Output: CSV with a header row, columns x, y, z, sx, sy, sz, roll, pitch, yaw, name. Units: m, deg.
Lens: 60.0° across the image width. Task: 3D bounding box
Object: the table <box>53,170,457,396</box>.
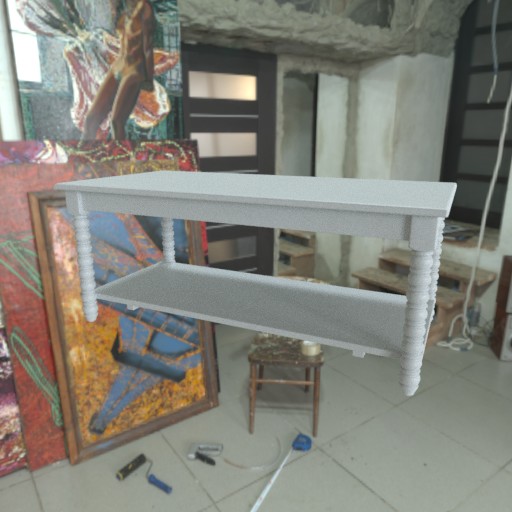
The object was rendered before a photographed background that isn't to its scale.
x,y,z,sx,sy,sz,roll,pitch,yaw,name
0.000,0.000,1.490,1.171,0.487,0.580,7,17,24,table
